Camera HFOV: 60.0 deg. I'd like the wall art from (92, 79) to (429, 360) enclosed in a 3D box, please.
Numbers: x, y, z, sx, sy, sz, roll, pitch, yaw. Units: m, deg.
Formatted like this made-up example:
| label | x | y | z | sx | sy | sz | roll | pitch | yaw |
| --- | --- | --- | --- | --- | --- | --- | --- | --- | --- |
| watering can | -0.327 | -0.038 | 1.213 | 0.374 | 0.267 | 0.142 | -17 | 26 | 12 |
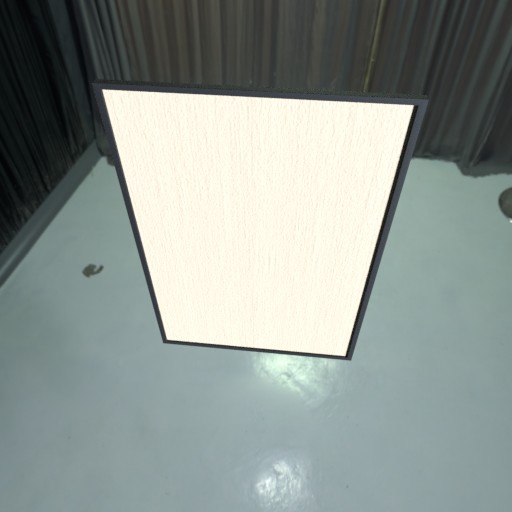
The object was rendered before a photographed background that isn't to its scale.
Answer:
| label | x | y | z | sx | sy | sz | roll | pitch | yaw |
| --- | --- | --- | --- | --- | --- | --- | --- | --- | --- |
| wall art | 0.000 | 0.000 | 0.840 | 0.457 | 0.657 | 0.013 | 4 | 46 | 4 |
